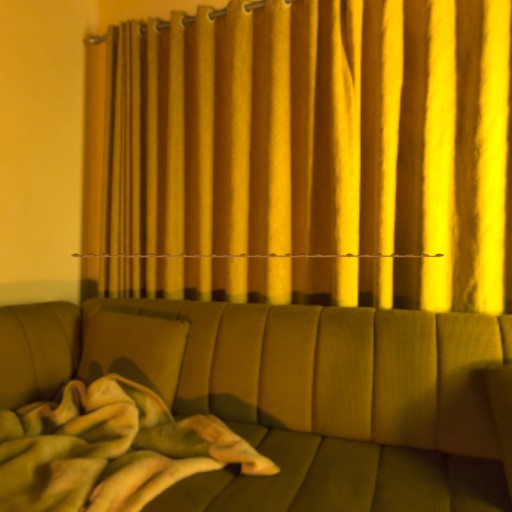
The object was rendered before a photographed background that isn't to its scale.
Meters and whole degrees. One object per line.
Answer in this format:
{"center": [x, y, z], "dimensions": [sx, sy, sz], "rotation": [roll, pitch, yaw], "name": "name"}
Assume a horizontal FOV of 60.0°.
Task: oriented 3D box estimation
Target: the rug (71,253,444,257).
{"center": [0.000, 0.000, 2.304], "dimensions": [1.162, 0.013, 1.875], "rotation": [0, 0, 0], "name": "rug"}
